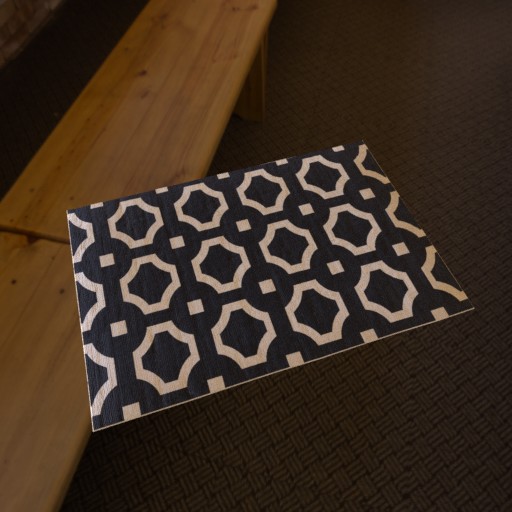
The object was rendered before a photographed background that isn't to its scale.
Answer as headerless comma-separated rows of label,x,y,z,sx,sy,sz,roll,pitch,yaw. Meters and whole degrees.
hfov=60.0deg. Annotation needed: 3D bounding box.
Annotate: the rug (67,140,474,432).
rug,0.000,0.000,2.900,2.286,0.016,1.555,-15,58,-10
